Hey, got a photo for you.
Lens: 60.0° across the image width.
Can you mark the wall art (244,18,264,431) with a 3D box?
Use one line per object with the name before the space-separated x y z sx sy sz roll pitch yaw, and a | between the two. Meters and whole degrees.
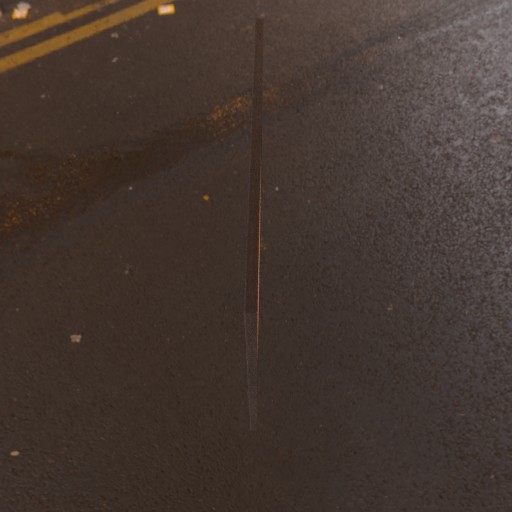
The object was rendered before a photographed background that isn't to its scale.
wall art | 0.000 0.000 0.775 0.013 0.570 0.476 1 58 1
